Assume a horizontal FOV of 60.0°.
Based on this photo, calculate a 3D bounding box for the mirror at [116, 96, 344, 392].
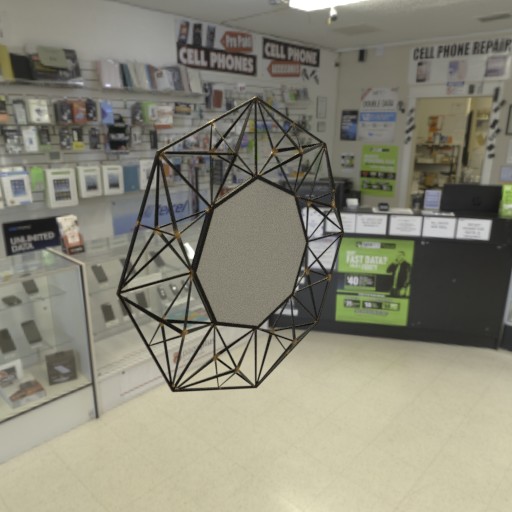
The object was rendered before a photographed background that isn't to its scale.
[{"bbox_3d":[0.000,0.000,1.046,0.710,0.710,0.094,-15,22,-42],"label":"mirror"}]
